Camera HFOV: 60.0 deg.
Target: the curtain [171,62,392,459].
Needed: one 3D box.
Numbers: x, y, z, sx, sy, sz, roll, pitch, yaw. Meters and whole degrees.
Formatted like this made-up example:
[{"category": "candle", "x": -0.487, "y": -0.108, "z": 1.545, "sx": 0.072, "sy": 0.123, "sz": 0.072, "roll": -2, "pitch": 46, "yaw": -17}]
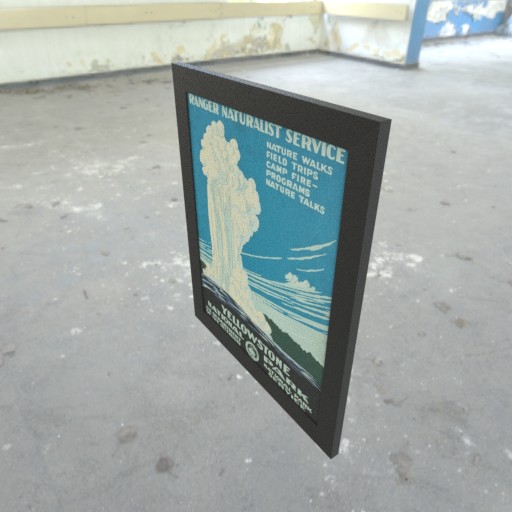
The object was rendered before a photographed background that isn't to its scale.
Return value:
[{"category": "curtain", "x": 0.000, "y": 0.000, "z": 0.793, "sx": 0.027, "sy": 0.585, "sz": 0.483, "roll": -21, "pitch": 38, "yaw": -30}]
